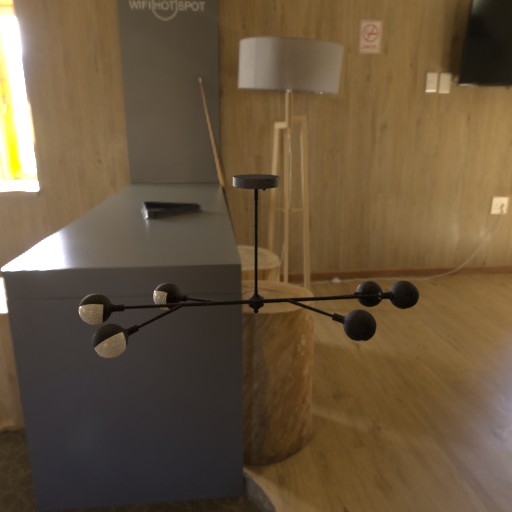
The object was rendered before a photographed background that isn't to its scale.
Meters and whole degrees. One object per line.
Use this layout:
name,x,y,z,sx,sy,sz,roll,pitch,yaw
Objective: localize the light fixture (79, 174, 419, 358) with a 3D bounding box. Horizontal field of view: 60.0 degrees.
light fixture,0.000,0.000,1.019,0.778,0.362,0.434,2,16,9
